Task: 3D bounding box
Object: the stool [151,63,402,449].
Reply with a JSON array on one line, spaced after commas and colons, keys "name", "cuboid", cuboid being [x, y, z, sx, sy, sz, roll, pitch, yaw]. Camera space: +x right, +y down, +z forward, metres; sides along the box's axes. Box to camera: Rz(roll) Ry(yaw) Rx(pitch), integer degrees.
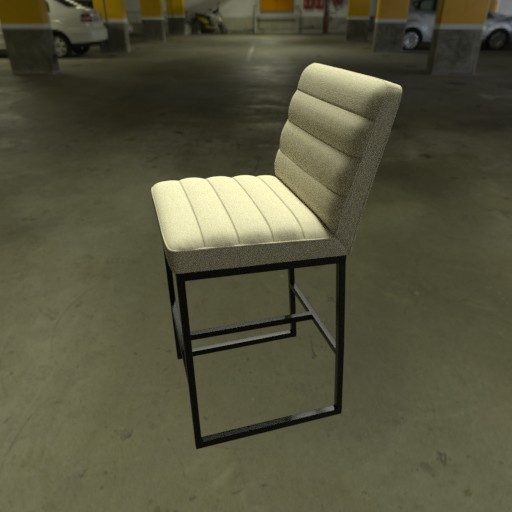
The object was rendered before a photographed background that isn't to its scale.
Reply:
[{"name": "stool", "cuboid": [0.000, 0.000, 1.349, 0.560, 1.040, 0.460, -8, 30, -14]}]
